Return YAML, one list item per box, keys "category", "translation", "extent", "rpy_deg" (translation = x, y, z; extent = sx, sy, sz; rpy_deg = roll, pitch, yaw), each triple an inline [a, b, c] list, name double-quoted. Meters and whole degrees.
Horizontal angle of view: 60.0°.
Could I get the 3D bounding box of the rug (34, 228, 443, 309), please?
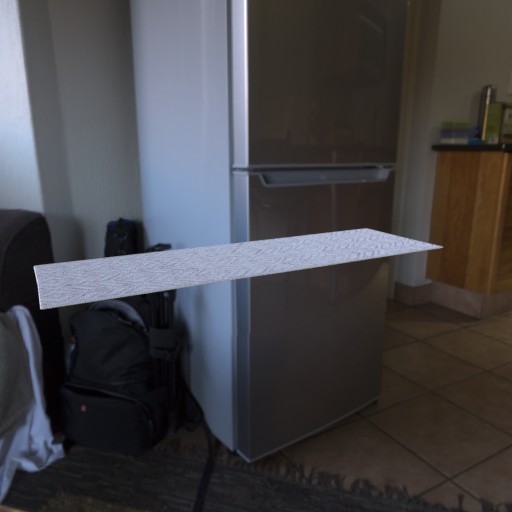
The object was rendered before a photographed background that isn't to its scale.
- category: "rug"
  translation: [0.000, 0.000, 2.727]
  extent: [2.435, 0.009, 0.750]
  rpy_deg: [-7, 16, -27]
